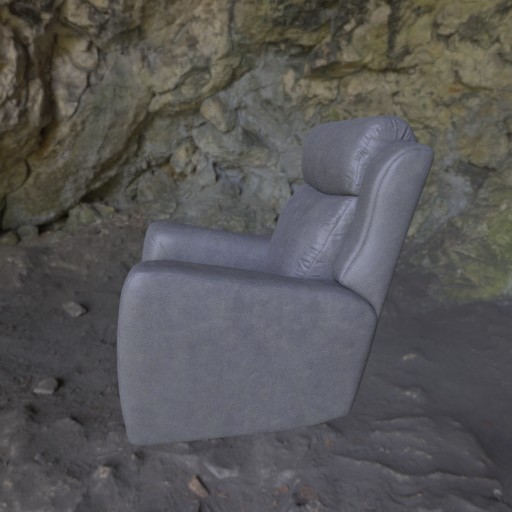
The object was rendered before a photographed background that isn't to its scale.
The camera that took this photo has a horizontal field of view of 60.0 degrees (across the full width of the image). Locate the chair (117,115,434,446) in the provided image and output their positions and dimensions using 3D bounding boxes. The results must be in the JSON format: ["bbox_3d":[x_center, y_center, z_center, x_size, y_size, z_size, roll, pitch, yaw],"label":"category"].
[{"bbox_3d":[0.000,0.000,1.876,1.068,1.116,0.967,-2,14,-9],"label":"chair"}]
